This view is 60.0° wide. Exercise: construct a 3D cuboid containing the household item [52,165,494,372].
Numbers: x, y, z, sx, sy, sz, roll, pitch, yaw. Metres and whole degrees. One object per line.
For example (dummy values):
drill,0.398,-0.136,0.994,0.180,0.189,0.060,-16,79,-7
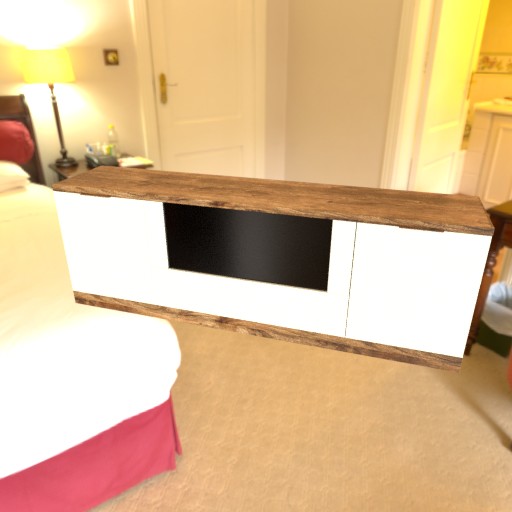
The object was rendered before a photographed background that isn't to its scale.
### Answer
household item,0.000,0.000,2.025,1.800,0.615,0.390,7,26,16
